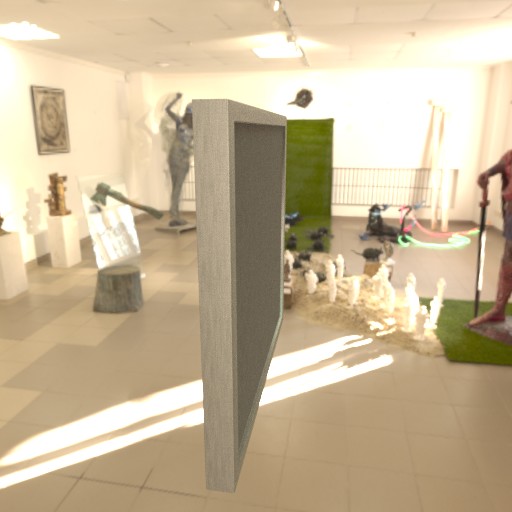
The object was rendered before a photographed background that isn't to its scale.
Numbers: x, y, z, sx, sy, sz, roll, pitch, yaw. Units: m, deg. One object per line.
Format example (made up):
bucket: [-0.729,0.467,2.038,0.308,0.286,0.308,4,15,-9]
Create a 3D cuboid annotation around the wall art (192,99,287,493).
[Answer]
wall art: [0.000,0.000,0.530,0.028,0.330,0.380,3,16,9]
